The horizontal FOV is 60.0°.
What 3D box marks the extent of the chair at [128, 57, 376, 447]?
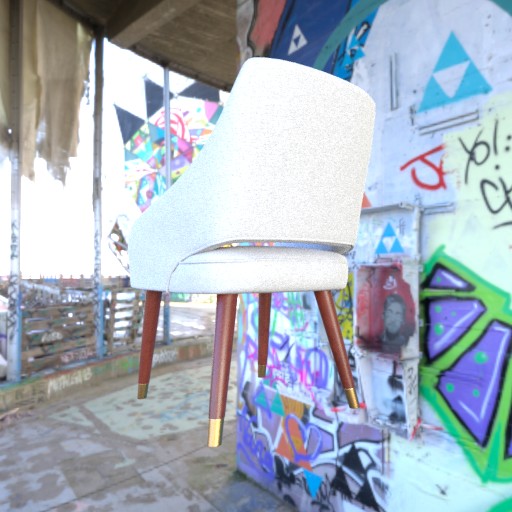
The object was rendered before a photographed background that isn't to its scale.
[{"bbox_3d":[0.000,0.000,1.310,0.609,0.889,0.600,1,-2,-36],"label":"chair"}]
